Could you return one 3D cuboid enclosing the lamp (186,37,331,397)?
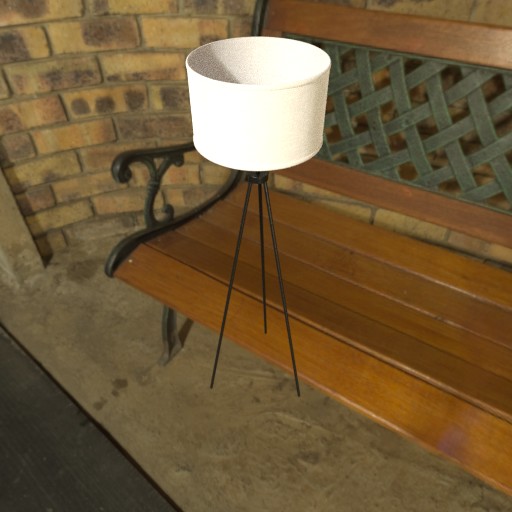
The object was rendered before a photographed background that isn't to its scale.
[{"bbox_3d":[0.000,0.000,1.785,0.448,1.545,0.458,1,42,2],"label":"lamp"}]
